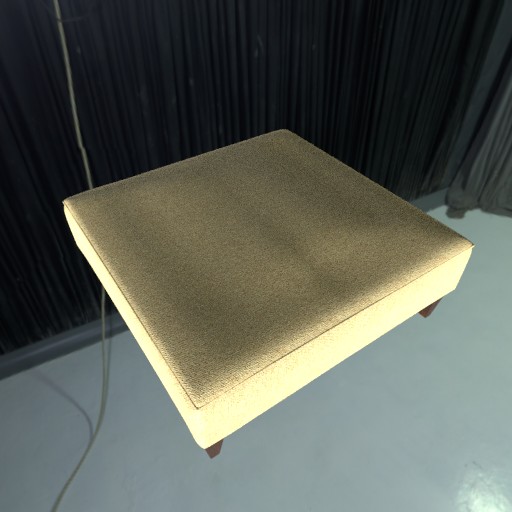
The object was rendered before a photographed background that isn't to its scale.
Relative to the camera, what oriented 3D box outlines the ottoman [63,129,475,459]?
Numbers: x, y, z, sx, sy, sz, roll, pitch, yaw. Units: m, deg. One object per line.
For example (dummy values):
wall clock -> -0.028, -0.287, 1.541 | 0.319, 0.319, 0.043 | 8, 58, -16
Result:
ottoman -> 0.000, 0.000, 1.537 | 0.981, 0.378, 0.970 | -24, 47, -25
